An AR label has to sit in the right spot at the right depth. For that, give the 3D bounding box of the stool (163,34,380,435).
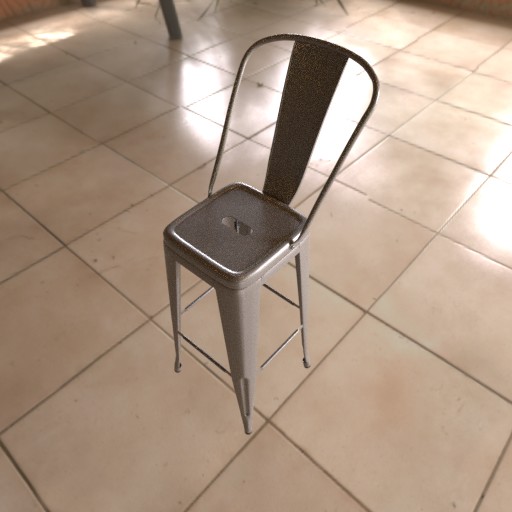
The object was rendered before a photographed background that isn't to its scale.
[{"bbox_3d":[0.000,0.000,1.323,0.399,1.096,0.513,32,54,27],"label":"stool"}]
